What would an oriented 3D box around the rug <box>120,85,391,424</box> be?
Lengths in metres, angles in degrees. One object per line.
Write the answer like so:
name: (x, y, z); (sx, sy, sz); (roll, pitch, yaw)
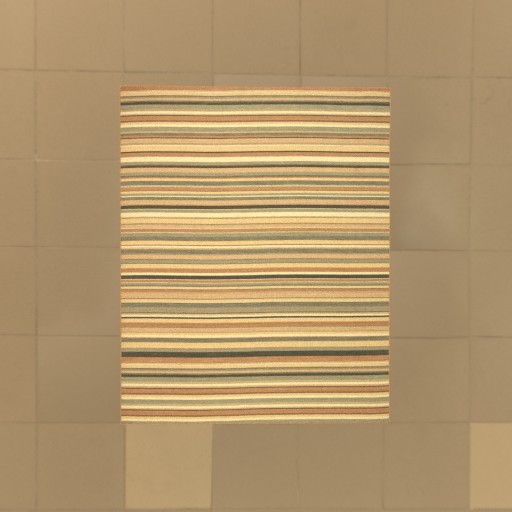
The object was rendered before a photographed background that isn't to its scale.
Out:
rug: (0.000, 0.000, 4.000); (2.436, 0.011, 3.045); (0, 91, -1)
